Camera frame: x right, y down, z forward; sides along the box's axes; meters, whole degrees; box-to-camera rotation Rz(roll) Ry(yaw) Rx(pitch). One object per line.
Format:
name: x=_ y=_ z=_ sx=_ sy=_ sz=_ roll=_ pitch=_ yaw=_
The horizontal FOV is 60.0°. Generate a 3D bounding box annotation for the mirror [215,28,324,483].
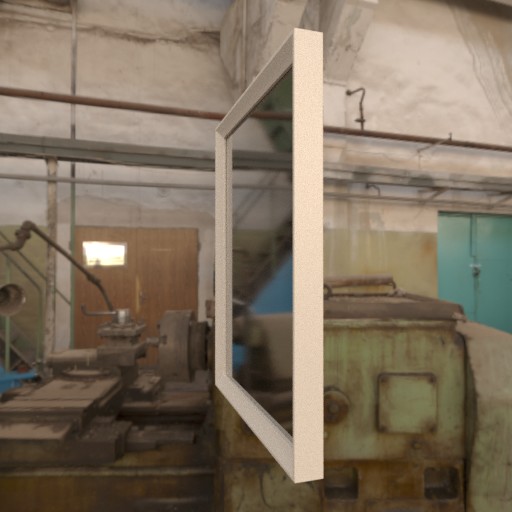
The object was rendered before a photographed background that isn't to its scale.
mirror: x=0.000 y=0.000 z=0.693 sx=0.041 sy=0.509 sz=0.406 roll=0 pitch=0 yaw=-18
